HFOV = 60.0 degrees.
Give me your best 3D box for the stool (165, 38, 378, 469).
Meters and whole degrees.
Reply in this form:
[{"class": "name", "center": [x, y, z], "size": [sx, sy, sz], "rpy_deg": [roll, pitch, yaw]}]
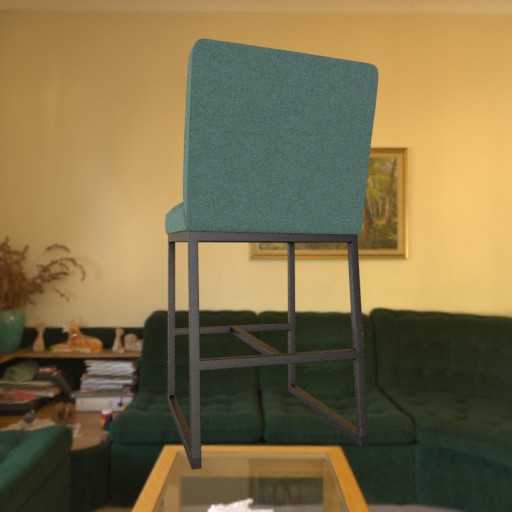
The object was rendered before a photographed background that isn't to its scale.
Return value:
[{"class": "stool", "center": [0.000, 0.000, 1.258], "size": [0.460, 0.940, 0.560], "rpy_deg": [0, -1, -17]}]
